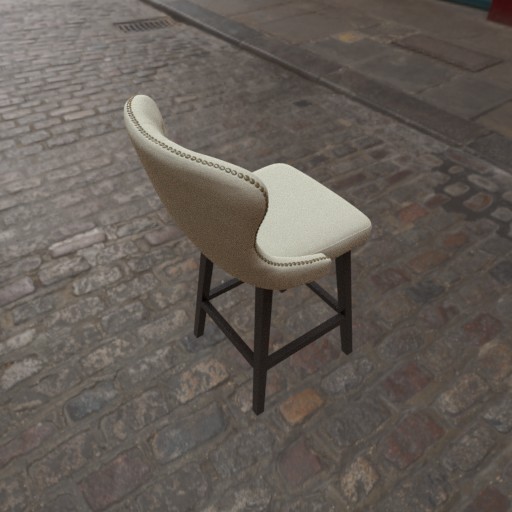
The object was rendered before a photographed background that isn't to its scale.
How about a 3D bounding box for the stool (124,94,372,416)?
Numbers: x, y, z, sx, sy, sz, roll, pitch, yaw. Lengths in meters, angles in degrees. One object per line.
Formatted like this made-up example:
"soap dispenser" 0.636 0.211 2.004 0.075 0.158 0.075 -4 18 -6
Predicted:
"stool" 0.000 0.000 1.353 0.593 0.971 0.528 -26 48 -26
